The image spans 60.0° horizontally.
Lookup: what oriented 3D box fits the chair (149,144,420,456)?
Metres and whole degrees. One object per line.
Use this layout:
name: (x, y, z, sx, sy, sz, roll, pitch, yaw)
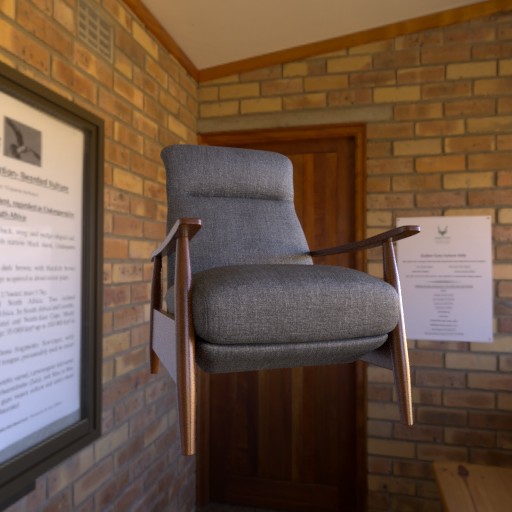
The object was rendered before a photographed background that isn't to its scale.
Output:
chair: (0.000, 0.000, 1.759, 0.762, 1.082, 1.030, 0, -1, -18)
